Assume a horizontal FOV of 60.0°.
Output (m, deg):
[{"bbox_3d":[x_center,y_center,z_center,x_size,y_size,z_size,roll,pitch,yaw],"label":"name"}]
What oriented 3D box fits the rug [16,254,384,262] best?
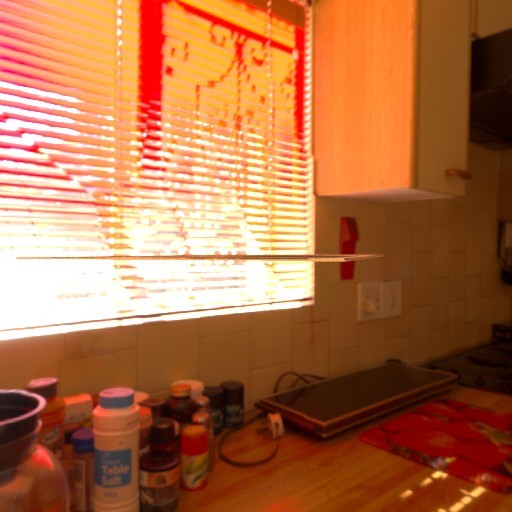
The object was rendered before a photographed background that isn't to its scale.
[{"bbox_3d":[0.000,0.000,2.959,1.521,0.015,2.436,0,1,19],"label":"rug"}]
